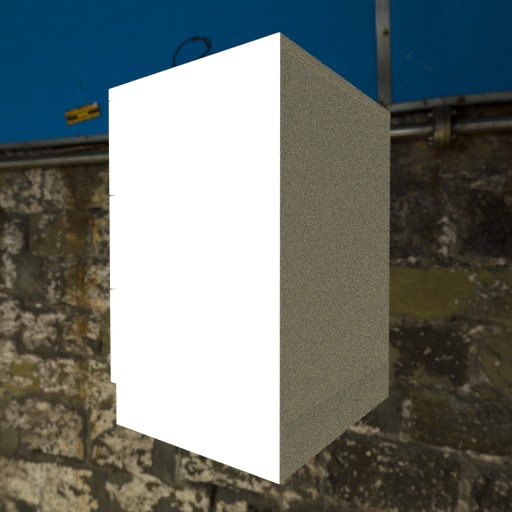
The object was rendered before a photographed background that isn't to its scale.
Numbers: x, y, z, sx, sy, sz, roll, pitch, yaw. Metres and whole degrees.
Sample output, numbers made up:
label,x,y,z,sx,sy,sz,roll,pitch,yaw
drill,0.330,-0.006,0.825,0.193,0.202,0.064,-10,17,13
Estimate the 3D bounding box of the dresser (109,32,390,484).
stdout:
label,x,y,z,sx,sy,sz,roll,pitch,yaw
dresser,0.000,0.000,0.816,0.360,0.560,0.400,1,1,36
